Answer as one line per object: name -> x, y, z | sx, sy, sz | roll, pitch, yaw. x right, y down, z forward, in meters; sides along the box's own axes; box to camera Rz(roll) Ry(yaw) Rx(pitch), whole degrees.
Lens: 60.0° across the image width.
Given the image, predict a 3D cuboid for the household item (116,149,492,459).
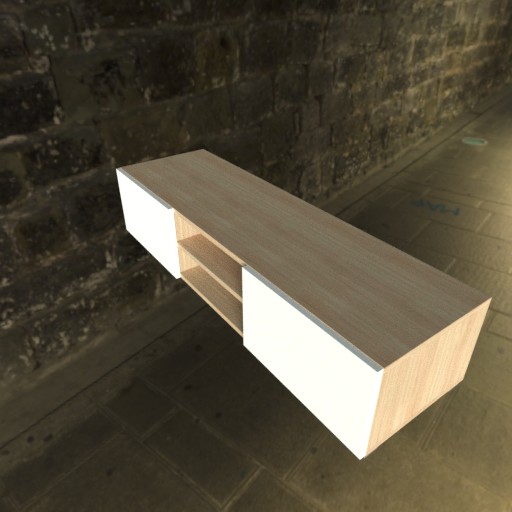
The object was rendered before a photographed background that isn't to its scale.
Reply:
household item -> 0.000, 0.000, 1.551 | 0.420, 0.310, 1.400 | -21, 38, -30
